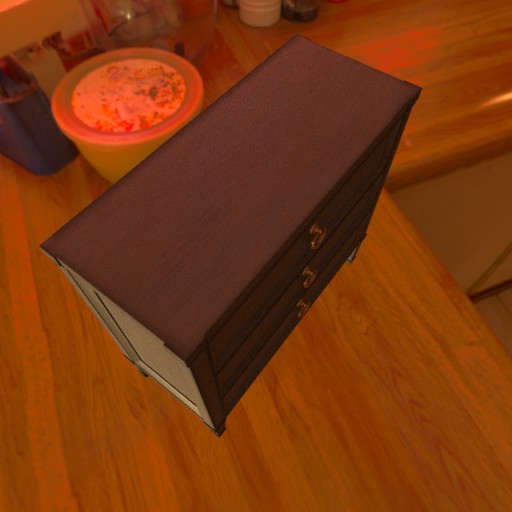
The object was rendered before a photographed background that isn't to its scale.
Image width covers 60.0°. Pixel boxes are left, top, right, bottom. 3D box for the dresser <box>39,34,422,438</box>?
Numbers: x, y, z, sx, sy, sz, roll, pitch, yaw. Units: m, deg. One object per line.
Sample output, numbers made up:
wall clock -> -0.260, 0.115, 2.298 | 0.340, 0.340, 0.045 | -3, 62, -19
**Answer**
dresser -> 0.000, 0.000, 1.587 | 0.463, 0.986, 1.049 | 33, 64, 19
